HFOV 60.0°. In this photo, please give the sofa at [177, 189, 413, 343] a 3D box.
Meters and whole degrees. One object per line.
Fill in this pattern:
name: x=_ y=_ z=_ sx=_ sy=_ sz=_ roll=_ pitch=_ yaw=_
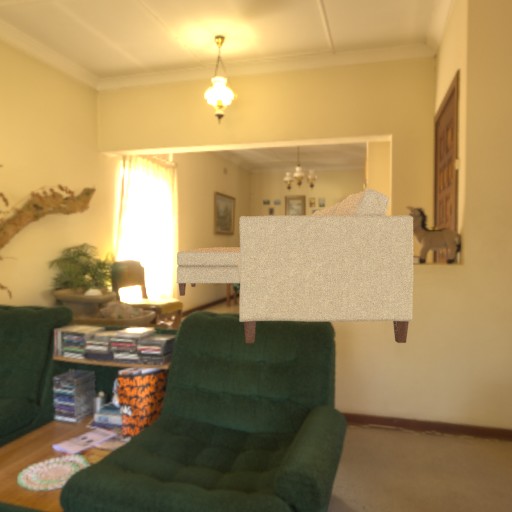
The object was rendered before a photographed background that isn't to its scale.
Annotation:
sofa: x=0.000 y=0.000 z=3.920 sx=1.625 sy=0.846 sz=3.186 roll=0 pitch=2 yaw=-1
